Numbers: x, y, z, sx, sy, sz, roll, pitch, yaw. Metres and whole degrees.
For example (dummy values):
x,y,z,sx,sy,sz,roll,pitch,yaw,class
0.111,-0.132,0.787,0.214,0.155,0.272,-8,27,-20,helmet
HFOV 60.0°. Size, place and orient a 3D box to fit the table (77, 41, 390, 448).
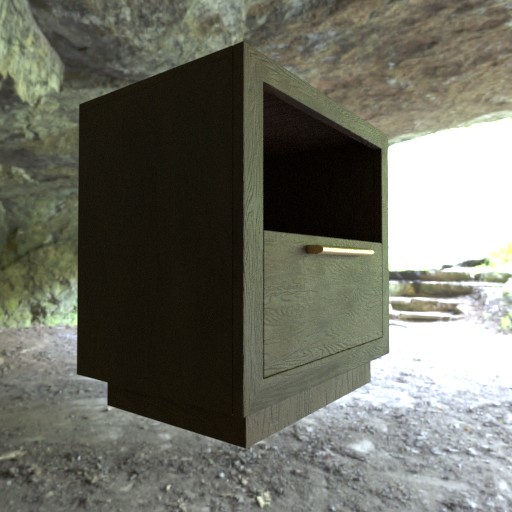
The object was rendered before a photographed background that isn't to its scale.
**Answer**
x,y,z,sx,sy,sz,roll,pitch,yaw,class
0.000,0.000,0.945,0.439,0.585,0.560,-1,-2,37,table
